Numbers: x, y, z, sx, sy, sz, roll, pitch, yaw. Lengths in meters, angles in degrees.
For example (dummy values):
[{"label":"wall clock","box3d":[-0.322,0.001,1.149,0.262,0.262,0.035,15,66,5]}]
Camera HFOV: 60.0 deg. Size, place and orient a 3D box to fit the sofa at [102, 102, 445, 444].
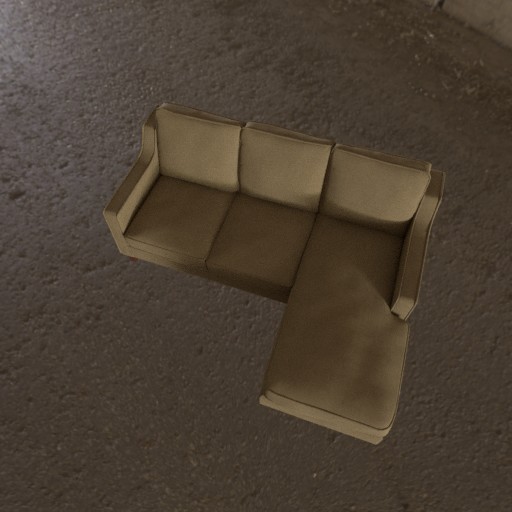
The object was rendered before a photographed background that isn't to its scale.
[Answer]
[{"label":"sofa","box3d":[0.000,0.000,3.214,2.317,1.066,1.858,16,59,10]}]
